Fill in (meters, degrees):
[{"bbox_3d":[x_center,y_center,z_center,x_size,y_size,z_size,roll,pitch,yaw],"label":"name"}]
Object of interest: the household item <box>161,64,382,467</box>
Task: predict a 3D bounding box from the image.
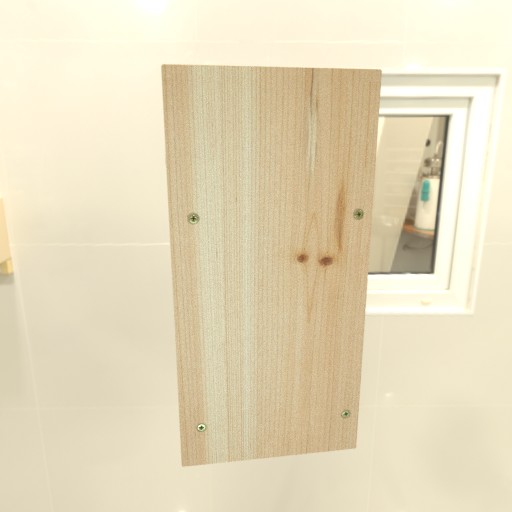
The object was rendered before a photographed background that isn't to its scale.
[{"bbox_3d":[0.000,0.000,0.408,0.149,0.300,0.171,-2,15,-8],"label":"household item"}]
